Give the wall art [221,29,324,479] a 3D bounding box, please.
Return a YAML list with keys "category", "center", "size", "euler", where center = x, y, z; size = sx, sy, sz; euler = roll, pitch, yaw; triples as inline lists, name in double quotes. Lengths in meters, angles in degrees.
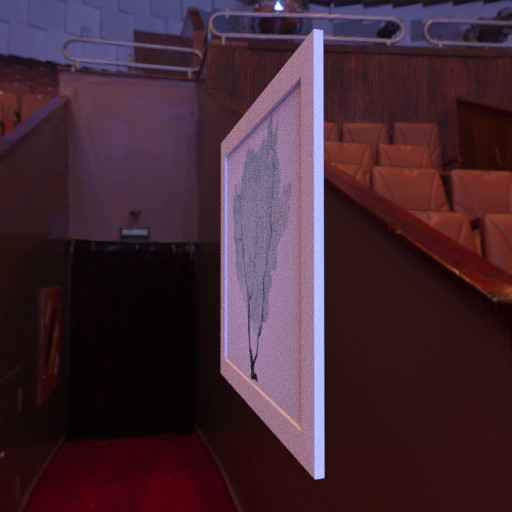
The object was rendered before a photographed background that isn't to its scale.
- category: "wall art"
  center: [0.000, 0.000, 0.843]
  size: [0.015, 0.577, 0.572]
  euler: [0, -1, -17]
